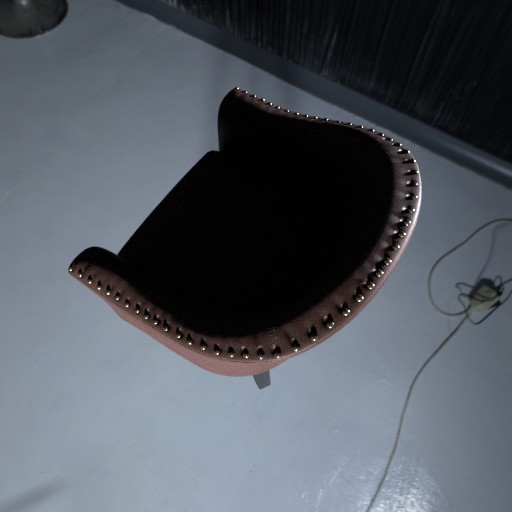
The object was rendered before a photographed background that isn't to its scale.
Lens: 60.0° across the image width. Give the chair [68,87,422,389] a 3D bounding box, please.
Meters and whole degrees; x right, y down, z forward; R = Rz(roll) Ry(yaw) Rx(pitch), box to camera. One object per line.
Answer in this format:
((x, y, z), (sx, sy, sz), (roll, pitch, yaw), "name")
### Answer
((0.000, 0.000, 1.413), (0.748, 0.823, 0.794), (31, 68, 14), "chair")
